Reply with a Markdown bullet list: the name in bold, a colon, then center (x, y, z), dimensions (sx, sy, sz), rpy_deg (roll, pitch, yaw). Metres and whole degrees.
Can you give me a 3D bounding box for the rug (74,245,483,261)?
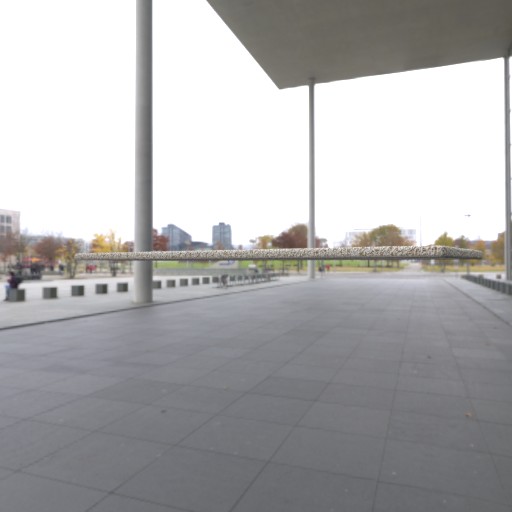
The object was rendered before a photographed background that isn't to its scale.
- **rug**: center (0.000, 0.000, 1.741), dimensions (1.524, 0.030, 0.609), rpy_deg (-1, -1, 35)
